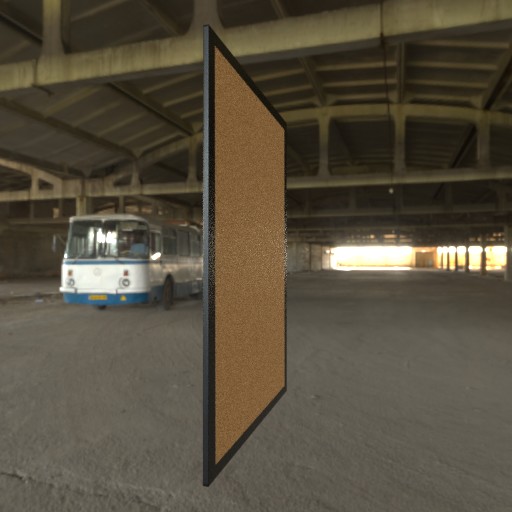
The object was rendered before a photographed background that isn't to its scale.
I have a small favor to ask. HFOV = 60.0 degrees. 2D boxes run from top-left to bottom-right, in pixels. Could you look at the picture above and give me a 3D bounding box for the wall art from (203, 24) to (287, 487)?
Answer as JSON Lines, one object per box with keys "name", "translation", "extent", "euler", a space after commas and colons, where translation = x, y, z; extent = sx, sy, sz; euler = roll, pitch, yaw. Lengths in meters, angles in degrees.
{"name": "wall art", "translation": [0.000, 0.000, 1.266], "extent": [0.013, 0.967, 0.707], "euler": [0, 0, 17]}
